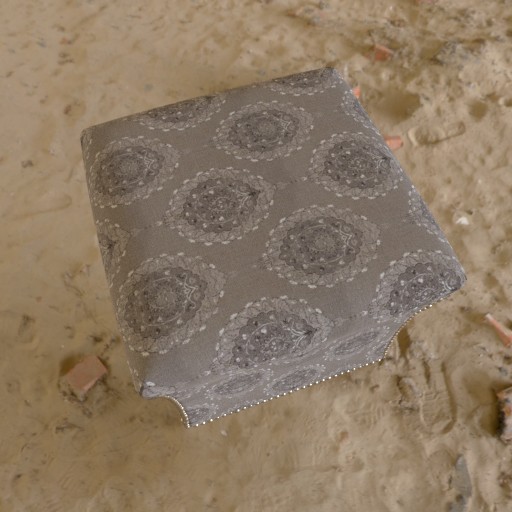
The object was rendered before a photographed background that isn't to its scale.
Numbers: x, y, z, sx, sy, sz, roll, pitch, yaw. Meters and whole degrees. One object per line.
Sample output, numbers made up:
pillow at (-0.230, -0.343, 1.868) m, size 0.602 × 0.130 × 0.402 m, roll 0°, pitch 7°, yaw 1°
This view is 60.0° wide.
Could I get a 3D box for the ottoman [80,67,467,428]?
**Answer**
ottoman at (0.000, 0.000, 0.877) m, size 0.507 × 0.473 × 0.497 m, roll -17°, pitch 63°, yaw -9°
